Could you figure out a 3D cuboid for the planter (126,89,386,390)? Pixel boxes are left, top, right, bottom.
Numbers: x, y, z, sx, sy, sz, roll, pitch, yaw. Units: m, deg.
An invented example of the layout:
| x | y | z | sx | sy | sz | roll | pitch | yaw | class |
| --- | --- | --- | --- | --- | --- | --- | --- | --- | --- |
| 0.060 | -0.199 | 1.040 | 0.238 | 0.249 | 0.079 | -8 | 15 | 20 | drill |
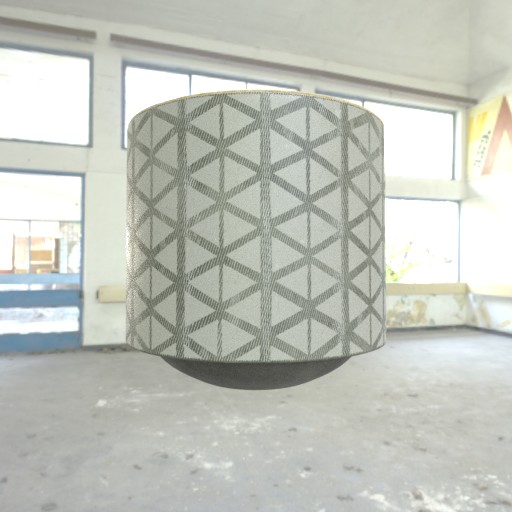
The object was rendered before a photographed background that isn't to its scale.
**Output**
| x | y | z | sx | sy | sz | roll | pitch | yaw | class |
| --- | --- | --- | --- | --- | --- | --- | --- | --- | --- |
| 0.000 | 0.000 | 0.445 | 0.250 | 0.239 | 0.250 | 0 | -1 | 0 | planter |
